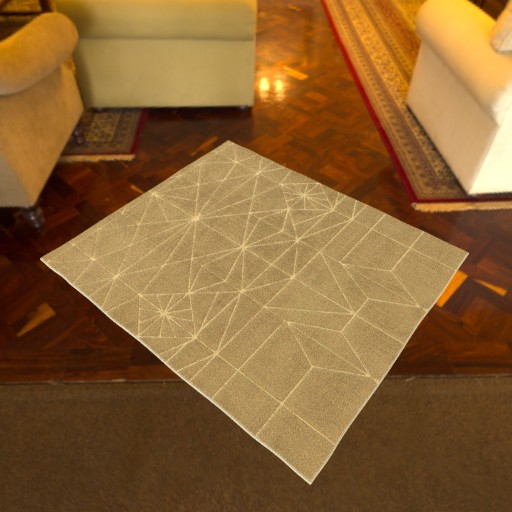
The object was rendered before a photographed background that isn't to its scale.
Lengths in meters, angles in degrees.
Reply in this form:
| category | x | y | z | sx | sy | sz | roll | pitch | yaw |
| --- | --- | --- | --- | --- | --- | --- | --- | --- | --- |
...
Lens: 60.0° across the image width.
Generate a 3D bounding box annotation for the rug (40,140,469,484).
| category | x | y | z | sx | sy | sz | roll | pitch | yaw |
| --- | --- | --- | --- | --- | --- | --- | --- | --- | --- |
| rug | 0.000 | 0.000 | 0.867 | 0.639 | 0.006 | 0.548 | 31 | 54 | 26 |
